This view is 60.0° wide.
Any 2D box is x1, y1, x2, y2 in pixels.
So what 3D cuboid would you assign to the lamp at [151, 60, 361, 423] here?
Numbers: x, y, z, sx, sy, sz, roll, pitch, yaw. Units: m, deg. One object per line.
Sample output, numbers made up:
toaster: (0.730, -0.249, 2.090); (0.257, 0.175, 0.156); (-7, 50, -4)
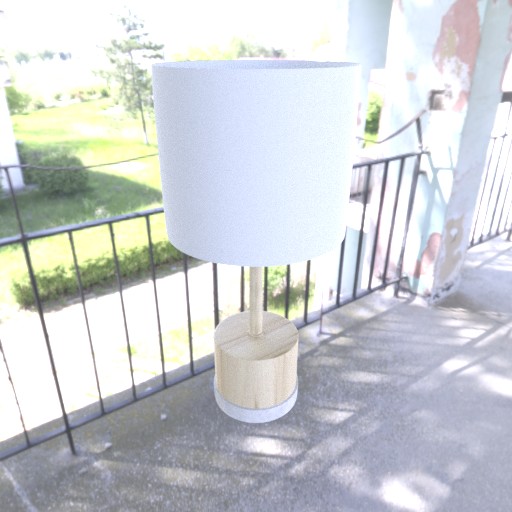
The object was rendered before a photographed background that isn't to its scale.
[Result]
lamp: (0.000, 0.000, 0.590); (0.229, 0.470, 0.229); (-17, 31, -32)
